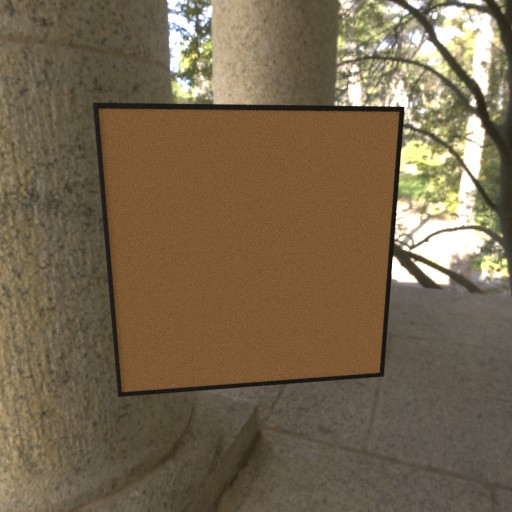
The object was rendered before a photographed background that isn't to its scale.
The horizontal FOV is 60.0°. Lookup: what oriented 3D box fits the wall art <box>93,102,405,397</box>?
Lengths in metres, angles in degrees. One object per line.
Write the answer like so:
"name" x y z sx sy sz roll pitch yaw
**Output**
"wall art" 0.000 0.000 1.024 0.664 0.663 0.015 -2 14 -8
